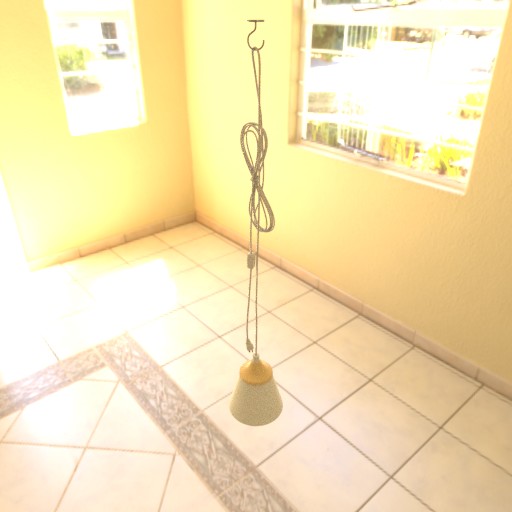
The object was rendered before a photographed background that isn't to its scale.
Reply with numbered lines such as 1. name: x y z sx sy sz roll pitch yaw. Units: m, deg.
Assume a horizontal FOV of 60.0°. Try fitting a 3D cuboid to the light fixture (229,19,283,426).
1. light fixture: 0.000 0.000 1.027 0.153 0.966 0.153 22 36 34
